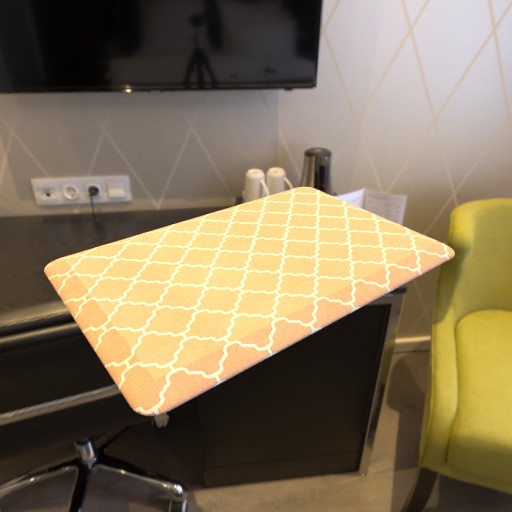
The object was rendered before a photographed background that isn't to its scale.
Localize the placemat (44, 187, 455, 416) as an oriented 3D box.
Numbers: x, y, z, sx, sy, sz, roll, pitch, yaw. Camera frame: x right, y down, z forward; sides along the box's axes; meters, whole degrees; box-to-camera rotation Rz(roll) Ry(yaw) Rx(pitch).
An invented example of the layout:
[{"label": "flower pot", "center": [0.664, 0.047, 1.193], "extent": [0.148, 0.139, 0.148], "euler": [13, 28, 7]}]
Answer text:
[{"label": "placemat", "center": [0.000, 0.000, 0.957], "extent": [0.762, 0.021, 0.508], "euler": [-21, 36, -31]}]
